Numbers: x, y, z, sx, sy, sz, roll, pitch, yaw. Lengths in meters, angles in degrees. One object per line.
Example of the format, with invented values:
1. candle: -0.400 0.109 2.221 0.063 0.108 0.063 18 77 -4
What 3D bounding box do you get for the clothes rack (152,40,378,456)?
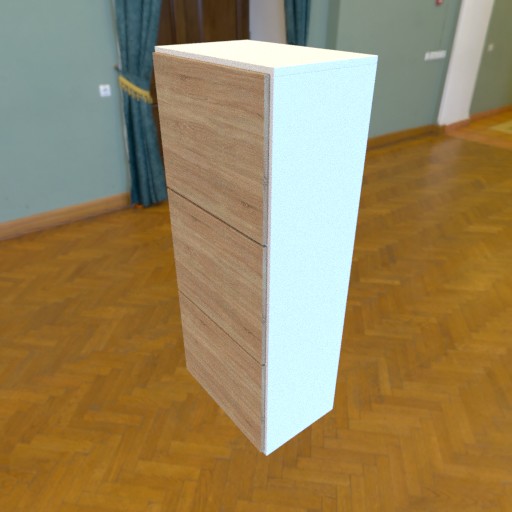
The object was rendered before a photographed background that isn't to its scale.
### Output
1. clothes rack: 0.000 0.000 1.405 0.331 1.187 0.500 -22 37 -32
